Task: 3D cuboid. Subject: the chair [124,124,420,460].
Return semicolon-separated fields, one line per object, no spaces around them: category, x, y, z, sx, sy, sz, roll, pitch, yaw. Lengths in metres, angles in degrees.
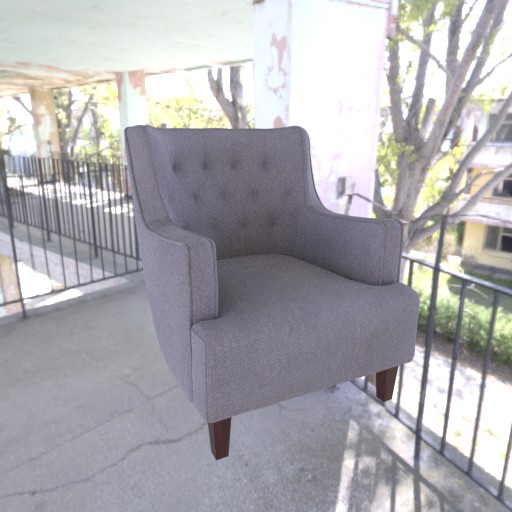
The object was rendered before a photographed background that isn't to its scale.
chair;0.000;0.000;1.607;0.781;0.919;0.910;-8;17;-26
